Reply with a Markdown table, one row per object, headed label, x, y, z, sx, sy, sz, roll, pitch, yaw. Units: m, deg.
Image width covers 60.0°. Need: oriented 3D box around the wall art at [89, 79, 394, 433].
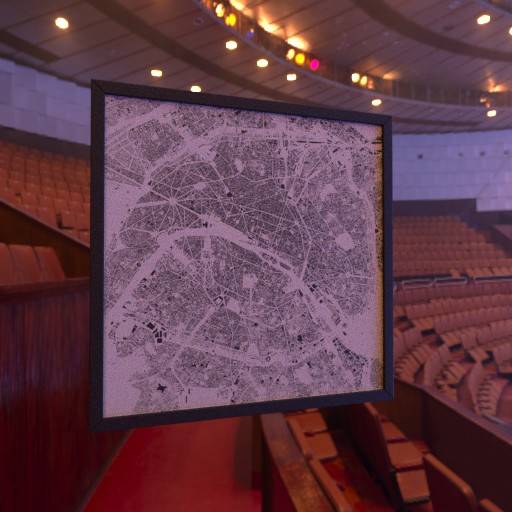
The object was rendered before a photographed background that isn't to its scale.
| label | x | y | z | sx | sy | sz | roll | pitch | yaw |
| --- | --- | --- | --- | --- | --- | --- | --- | --- | --- |
| wall art | 0.000 | 0.000 | 1.088 | 0.763 | 0.763 | 0.037 | 0 | -1 | -18 |
